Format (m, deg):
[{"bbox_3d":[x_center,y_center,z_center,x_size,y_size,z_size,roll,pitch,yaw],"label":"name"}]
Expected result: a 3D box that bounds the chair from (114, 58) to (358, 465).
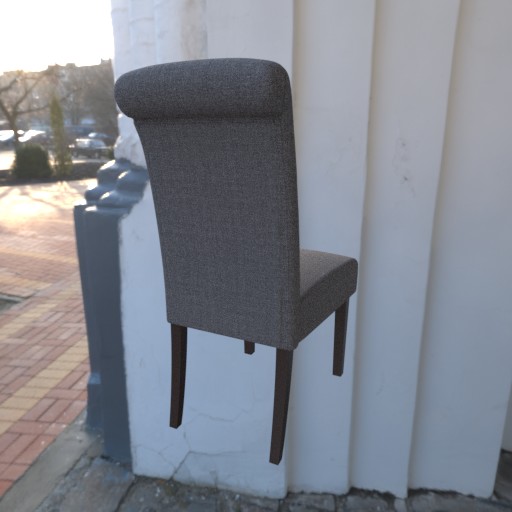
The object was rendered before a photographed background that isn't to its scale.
[{"bbox_3d":[0.000,0.000,1.323,0.456,1.006,0.671,8,17,26],"label":"chair"}]
